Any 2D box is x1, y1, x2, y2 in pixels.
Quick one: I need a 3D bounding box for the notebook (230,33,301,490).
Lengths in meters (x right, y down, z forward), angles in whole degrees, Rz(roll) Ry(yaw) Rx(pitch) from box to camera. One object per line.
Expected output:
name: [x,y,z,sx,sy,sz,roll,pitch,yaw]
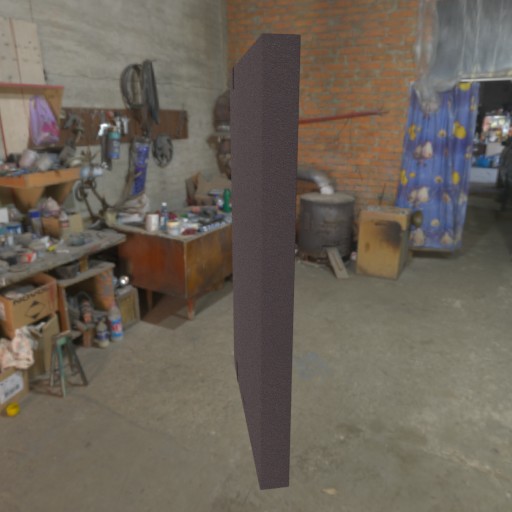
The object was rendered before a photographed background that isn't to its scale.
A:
notebook: [0.000,0.000,0.258,0.016,0.213,0.127,-2,17,-8]
